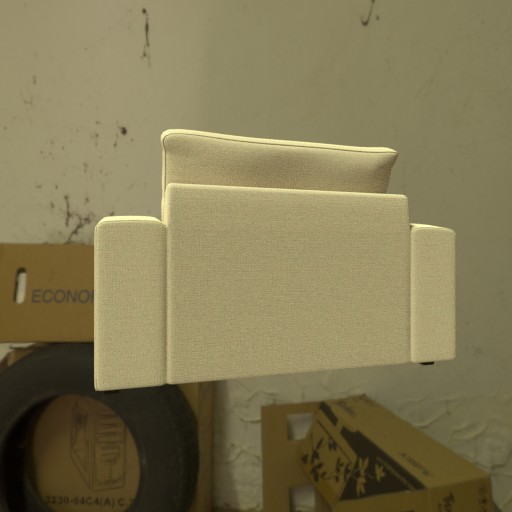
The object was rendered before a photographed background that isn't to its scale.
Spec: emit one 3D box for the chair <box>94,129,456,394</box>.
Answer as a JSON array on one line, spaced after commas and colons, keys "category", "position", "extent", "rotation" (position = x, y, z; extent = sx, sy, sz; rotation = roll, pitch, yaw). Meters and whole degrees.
[{"category": "chair", "position": [0.000, 0.000, 2.091], "extent": [1.398, 0.915, 1.039], "rotation": [0, 0, -18]}]
